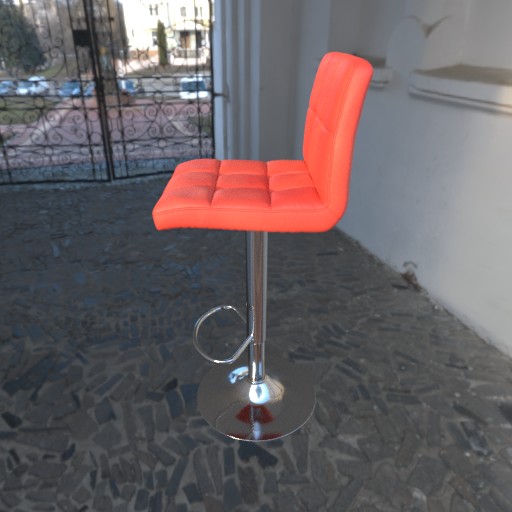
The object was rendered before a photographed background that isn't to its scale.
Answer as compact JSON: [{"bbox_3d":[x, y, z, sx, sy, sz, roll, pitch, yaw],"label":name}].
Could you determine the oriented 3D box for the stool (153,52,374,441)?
[{"bbox_3d":[0.000,0.000,1.343,0.505,1.115,0.430,0,27,0],"label":"stool"}]
